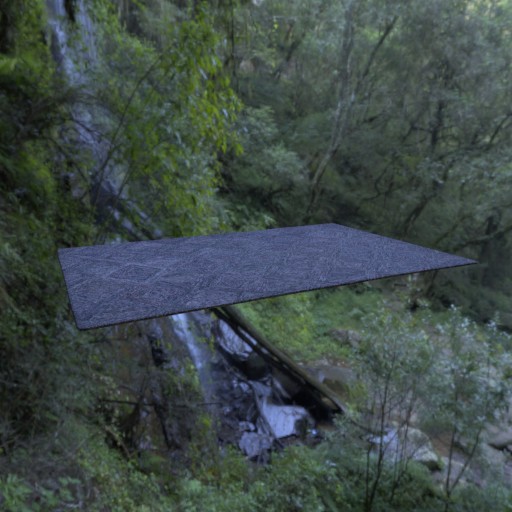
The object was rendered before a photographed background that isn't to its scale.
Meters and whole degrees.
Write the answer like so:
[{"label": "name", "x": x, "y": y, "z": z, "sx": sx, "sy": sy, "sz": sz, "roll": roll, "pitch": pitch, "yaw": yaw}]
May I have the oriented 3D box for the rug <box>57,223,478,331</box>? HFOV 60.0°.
[{"label": "rug", "x": 0.000, "y": 0.000, "z": 2.187, "sx": 1.752, "sy": 0.013, "sz": 1.158, "roll": -7, "pitch": 16, "yaw": -25}]
